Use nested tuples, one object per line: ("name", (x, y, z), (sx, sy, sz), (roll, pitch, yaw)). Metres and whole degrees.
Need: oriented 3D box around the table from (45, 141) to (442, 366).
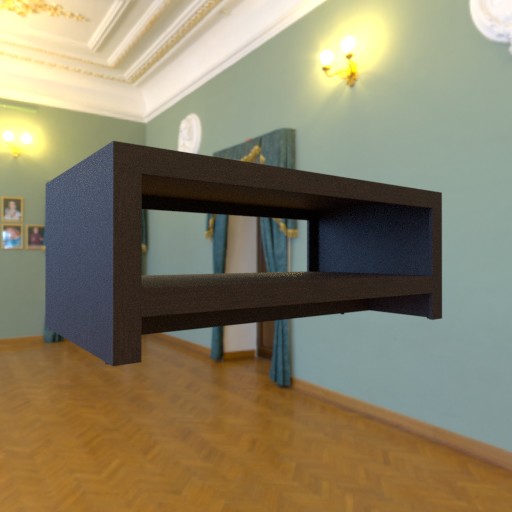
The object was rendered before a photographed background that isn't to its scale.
("table", (0.000, 0.000, 1.390), (1.099, 0.424, 0.597), (0, 0, -36))
